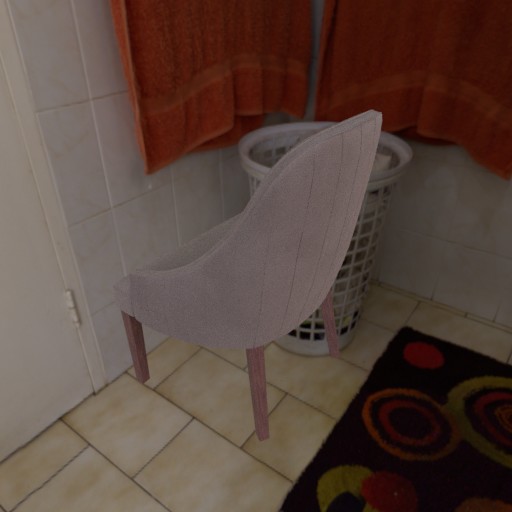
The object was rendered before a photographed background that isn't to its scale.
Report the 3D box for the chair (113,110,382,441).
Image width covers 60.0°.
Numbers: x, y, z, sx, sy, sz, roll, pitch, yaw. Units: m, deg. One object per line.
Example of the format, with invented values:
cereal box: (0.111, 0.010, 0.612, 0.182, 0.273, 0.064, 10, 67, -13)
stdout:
chair: (0.000, 0.000, 1.304, 0.575, 0.889, 0.643, 23, 39, 32)
